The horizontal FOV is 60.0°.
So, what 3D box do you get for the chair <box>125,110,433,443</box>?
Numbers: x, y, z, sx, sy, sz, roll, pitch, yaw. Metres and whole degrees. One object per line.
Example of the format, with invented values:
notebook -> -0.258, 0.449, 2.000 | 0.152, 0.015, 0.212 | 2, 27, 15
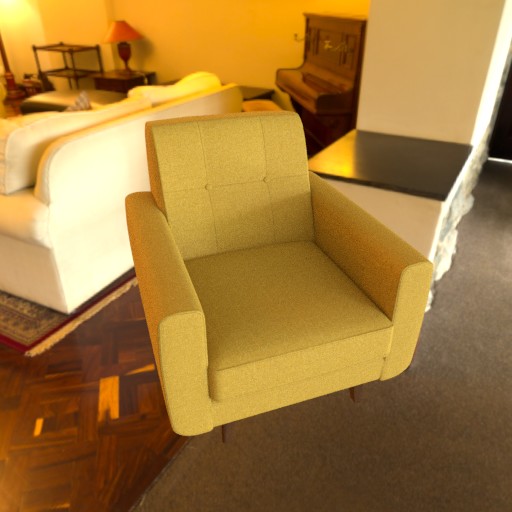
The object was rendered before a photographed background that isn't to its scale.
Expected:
chair -> 0.000, 0.000, 1.593 | 0.831, 0.841, 0.909 | -10, 32, -17
